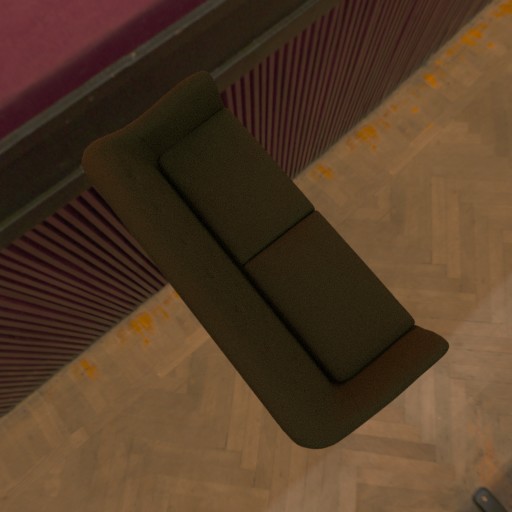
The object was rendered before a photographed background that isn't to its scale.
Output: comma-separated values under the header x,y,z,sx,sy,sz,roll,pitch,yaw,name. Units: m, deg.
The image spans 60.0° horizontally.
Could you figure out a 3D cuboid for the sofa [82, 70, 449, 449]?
x,y,z,sx,sy,sz,roll,pitch,yaw,name
0.000,0.000,2.255,0.820,0.836,1.840,-38,80,-8,sofa
